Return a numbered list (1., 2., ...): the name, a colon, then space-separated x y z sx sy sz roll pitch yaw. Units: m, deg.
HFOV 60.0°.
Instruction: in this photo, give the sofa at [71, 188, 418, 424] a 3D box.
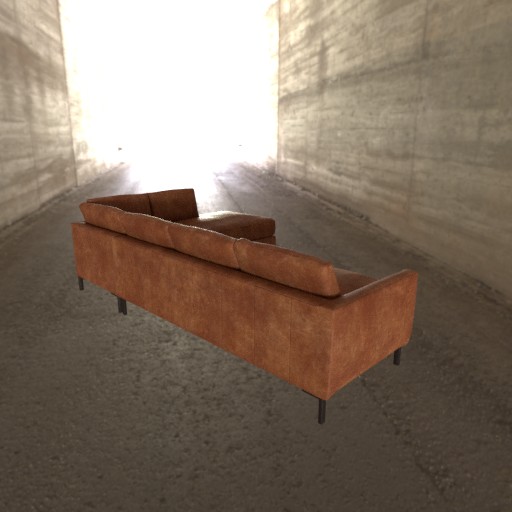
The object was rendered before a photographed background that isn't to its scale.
1. sofa: 0.000 0.000 3.794 2.984 0.877 1.938 15 21 43
